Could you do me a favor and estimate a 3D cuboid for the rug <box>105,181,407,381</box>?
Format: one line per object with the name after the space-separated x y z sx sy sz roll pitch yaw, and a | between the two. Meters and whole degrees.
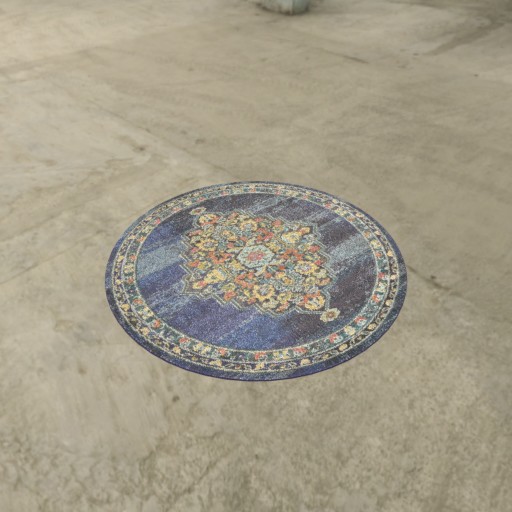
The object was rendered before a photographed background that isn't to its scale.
0.000 0.000 3.614 2.386 0.014 2.386 0 40 0 | rug
